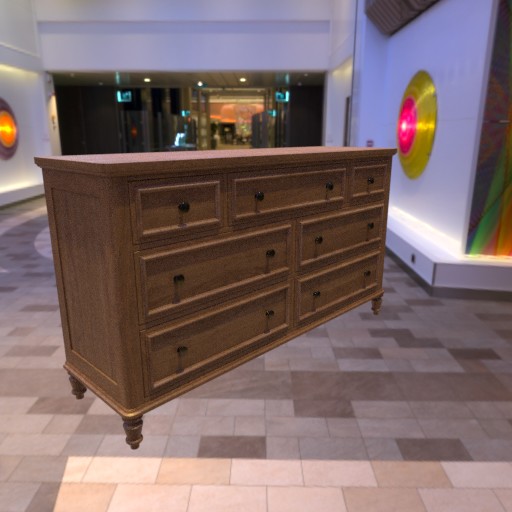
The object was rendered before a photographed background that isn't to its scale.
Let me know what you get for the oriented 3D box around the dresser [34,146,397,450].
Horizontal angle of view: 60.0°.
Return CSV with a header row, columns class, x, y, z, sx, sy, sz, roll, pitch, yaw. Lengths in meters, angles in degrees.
class,x,y,z,sx,sy,sz,roll,pitch,yaw
dresser,0.000,0.000,1.945,0.468,0.892,1.583,15,21,42
